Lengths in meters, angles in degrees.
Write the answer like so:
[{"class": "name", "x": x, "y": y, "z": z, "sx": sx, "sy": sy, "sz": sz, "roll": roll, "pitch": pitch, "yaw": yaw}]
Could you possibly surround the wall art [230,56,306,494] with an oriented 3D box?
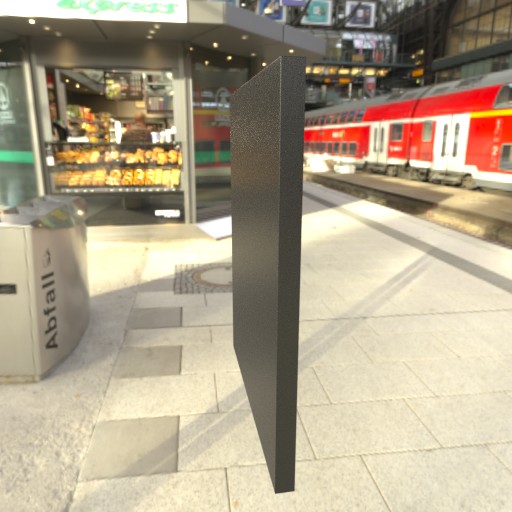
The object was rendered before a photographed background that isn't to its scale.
[{"class": "wall art", "x": 0.000, "y": 0.000, "z": 0.758, "sx": 0.028, "sy": 0.557, "sz": 0.457, "roll": -3, "pitch": 15, "yaw": -10}]
